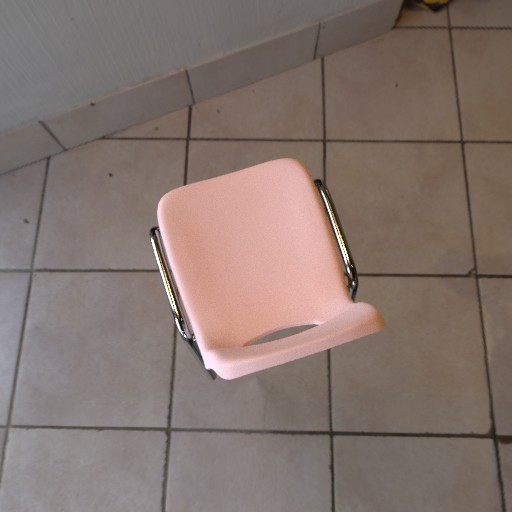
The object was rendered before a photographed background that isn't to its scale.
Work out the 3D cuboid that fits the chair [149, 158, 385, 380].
[{"bbox_3d":[0.000,0.000,0.786,0.354,0.536,0.385,-17,76,-5],"label":"chair"}]
